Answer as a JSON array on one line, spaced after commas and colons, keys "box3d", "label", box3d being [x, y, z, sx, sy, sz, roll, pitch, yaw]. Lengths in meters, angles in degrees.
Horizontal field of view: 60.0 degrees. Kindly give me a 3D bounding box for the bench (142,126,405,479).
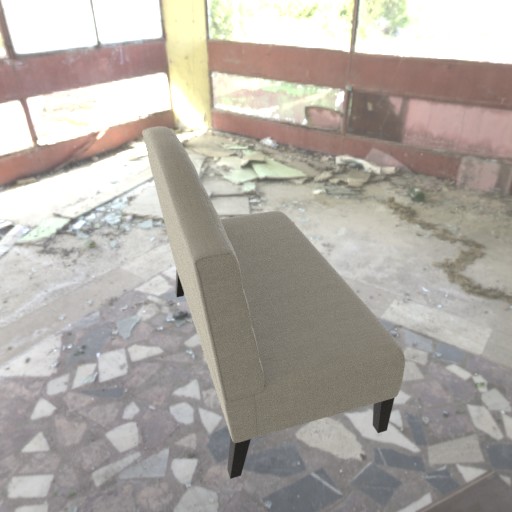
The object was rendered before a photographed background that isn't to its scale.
[{"box3d": [0.000, 0.000, 2.043, 0.815, 1.180, 1.335, -10, 33, -16], "label": "bench"}]
